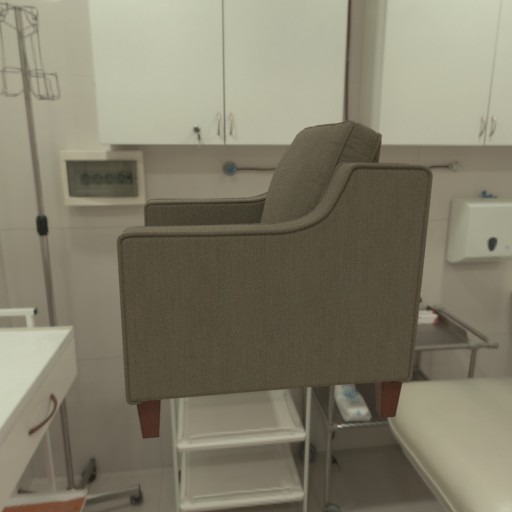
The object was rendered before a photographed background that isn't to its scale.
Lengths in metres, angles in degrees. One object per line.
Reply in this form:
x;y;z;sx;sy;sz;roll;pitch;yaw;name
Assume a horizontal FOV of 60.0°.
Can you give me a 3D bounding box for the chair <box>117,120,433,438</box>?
0.000;0.000;1.678;0.909;0.960;0.831;-2;14;-8;chair
